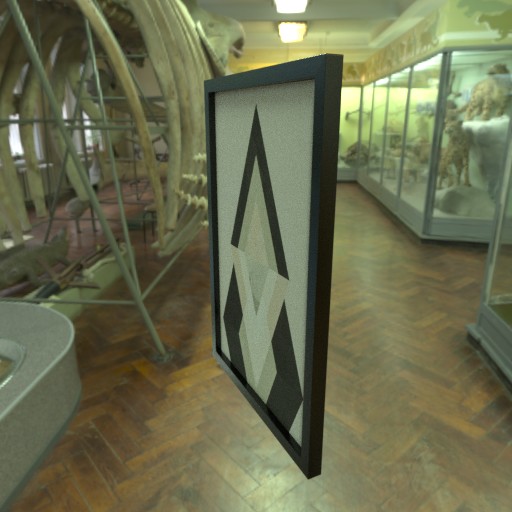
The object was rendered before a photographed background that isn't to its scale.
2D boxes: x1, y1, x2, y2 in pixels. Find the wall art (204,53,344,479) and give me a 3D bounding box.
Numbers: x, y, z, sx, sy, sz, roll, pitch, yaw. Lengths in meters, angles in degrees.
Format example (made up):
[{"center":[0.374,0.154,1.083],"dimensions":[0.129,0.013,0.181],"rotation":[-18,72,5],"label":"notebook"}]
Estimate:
[{"center":[0.000,0.000,0.587],"dimensions":[0.019,0.455,0.314],"rotation":[-8,19,-25],"label":"wall art"}]
